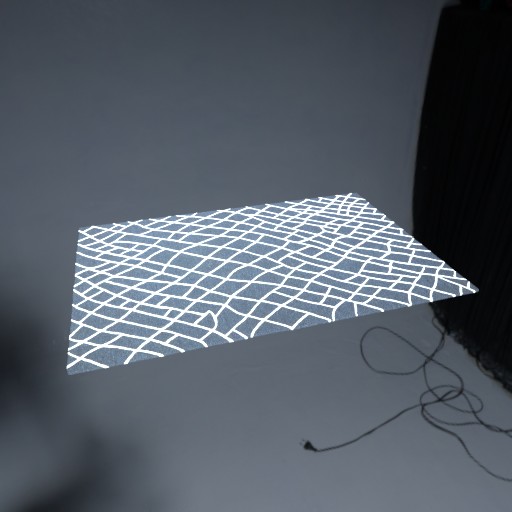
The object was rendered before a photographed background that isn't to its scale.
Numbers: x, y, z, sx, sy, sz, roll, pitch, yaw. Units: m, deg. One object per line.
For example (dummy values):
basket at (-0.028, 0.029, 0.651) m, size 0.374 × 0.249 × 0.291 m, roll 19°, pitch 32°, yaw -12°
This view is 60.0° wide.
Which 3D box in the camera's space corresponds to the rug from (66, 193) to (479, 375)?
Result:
rug at (0.000, 0.000, 2.355) m, size 1.830 × 0.013 × 1.223 m, roll -9°, pitch 32°, yaw -14°
